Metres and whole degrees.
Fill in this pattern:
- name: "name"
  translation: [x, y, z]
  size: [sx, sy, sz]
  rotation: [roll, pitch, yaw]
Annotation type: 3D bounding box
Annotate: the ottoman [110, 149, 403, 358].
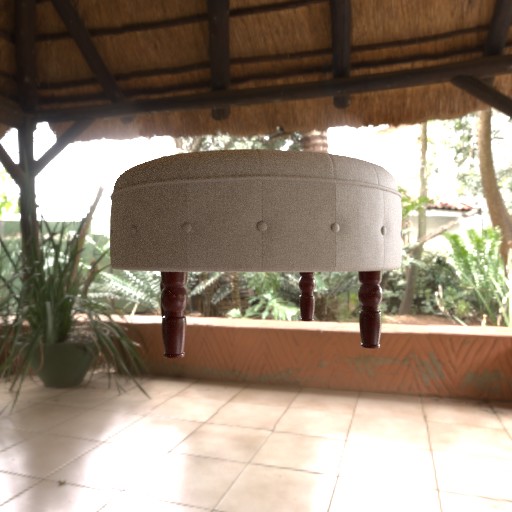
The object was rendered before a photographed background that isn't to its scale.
- name: "ottoman"
  translation: [0.000, 0.000, 1.352]
  size: [0.849, 0.478, 0.849]
  rotation: [0, 0, 0]
